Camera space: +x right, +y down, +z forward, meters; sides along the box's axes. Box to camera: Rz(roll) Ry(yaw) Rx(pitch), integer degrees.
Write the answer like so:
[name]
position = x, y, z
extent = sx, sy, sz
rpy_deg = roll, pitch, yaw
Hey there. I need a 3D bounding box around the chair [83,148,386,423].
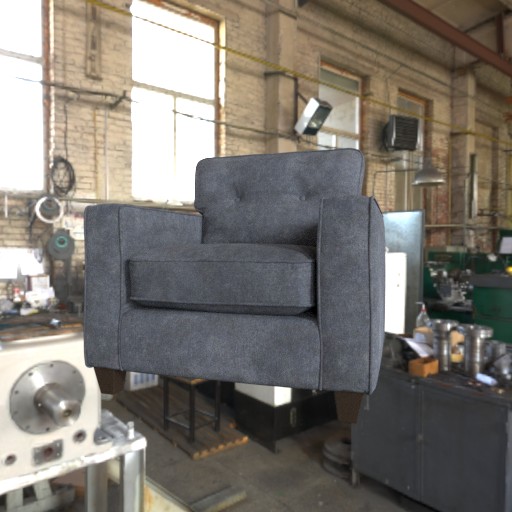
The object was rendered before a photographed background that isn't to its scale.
[chair]
position = 0.000, 0.000, 1.824
extent = 1.015, 0.965, 0.939
rpy_deg = 0, 1, 18
